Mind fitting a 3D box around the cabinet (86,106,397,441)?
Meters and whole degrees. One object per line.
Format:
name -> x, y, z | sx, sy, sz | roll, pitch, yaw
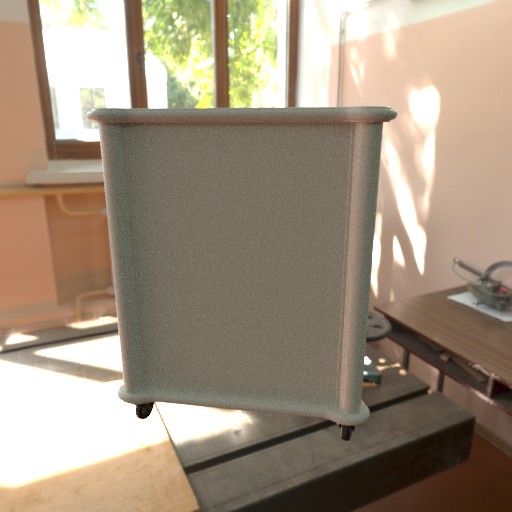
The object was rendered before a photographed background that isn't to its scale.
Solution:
cabinet -> 0.000, 0.000, 1.233 | 0.628, 0.761, 0.627 | 3, 16, 9
